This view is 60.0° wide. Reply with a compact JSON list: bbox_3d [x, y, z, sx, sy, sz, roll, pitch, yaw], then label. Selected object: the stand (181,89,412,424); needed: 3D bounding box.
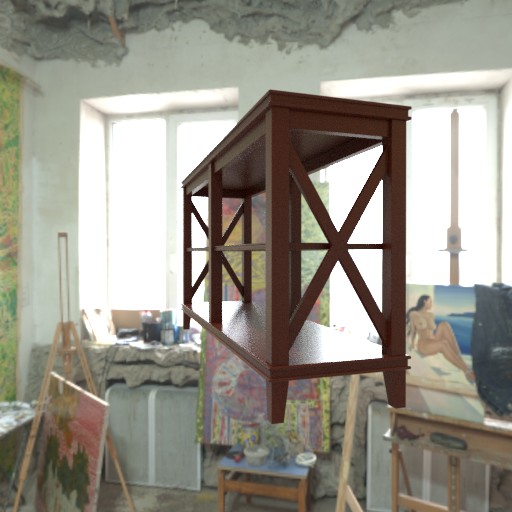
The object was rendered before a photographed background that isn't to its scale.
[{"bbox_3d":[0.000,0.000,1.711,0.381,0.762,1.372,0,0,-18],"label":"stand"}]
